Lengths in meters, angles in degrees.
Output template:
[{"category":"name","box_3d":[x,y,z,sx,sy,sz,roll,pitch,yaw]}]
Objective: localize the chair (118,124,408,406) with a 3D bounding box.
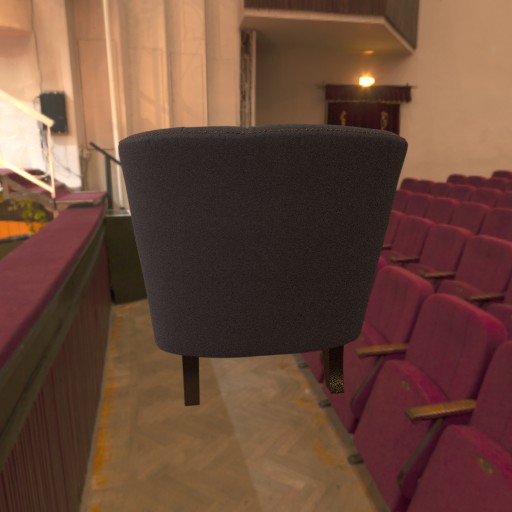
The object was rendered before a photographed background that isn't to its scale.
[{"category":"chair","box_3d":[0.000,0.000,1.589,0.848,0.868,0.906,-2,14,-8]}]
